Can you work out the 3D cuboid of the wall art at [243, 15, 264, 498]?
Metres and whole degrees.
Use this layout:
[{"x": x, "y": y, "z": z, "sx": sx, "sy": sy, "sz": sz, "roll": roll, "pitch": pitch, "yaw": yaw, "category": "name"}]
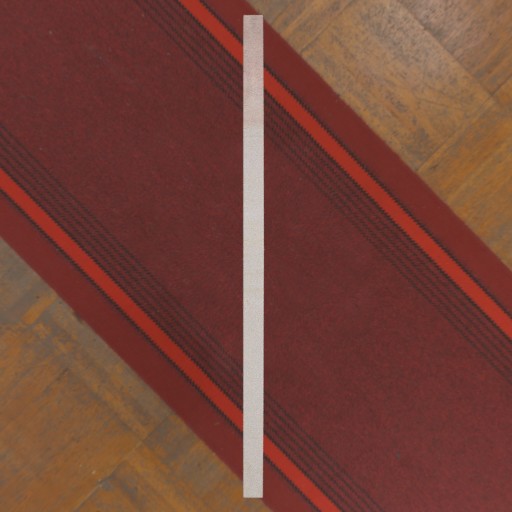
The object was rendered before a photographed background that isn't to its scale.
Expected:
[{"x": 0.000, "y": 0.000, "z": 1.144, "sx": 0.040, "sy": 0.608, "sz": 0.916, "roll": 0, "pitch": 91, "yaw": 1, "category": "wall art"}]
